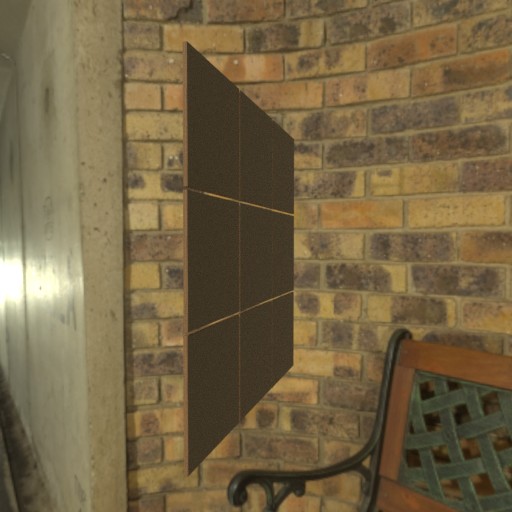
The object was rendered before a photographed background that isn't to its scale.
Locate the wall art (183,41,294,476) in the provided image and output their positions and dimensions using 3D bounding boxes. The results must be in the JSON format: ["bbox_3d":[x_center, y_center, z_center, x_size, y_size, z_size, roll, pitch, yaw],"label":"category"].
[{"bbox_3d":[0.000,0.000,1.367,0.010,0.917,0.919,1,2,19],"label":"wall art"}]
